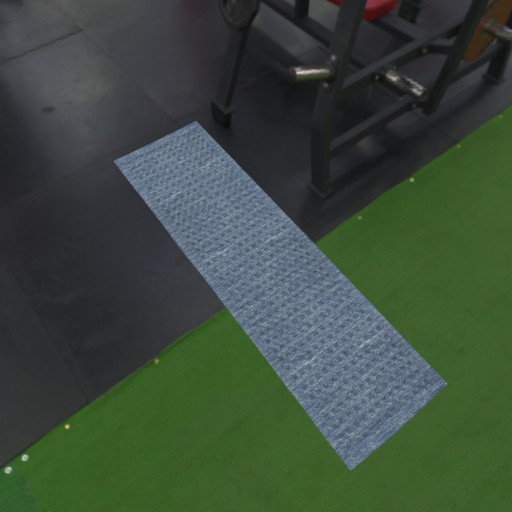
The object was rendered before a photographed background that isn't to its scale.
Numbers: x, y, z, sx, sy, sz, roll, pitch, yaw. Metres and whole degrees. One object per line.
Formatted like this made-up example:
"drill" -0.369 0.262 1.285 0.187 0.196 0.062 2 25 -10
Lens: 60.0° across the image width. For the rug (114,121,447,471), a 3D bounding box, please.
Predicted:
"rug" 0.000 0.000 2.702 0.688 0.008 2.443 -32 64 -18
